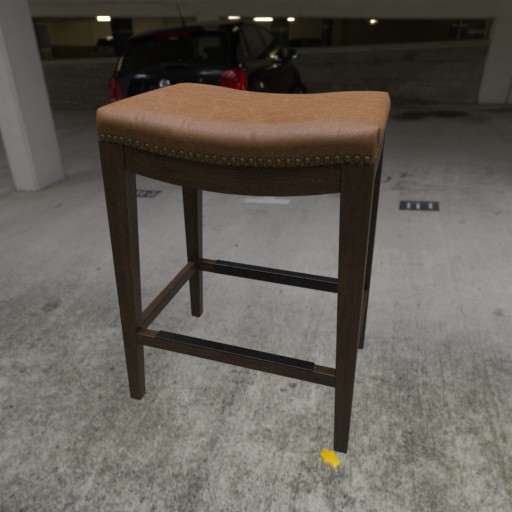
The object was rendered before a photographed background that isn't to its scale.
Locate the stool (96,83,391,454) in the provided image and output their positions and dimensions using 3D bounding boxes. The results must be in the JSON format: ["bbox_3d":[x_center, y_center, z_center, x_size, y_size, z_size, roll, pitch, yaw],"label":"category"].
[{"bbox_3d":[0.000,0.000,0.963,0.500,0.660,0.361,9,30,15],"label":"stool"}]
